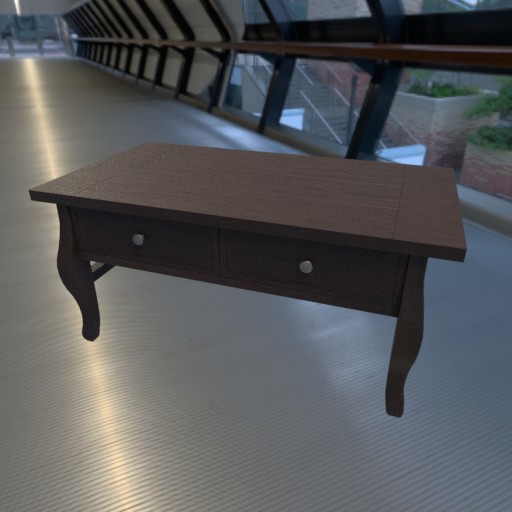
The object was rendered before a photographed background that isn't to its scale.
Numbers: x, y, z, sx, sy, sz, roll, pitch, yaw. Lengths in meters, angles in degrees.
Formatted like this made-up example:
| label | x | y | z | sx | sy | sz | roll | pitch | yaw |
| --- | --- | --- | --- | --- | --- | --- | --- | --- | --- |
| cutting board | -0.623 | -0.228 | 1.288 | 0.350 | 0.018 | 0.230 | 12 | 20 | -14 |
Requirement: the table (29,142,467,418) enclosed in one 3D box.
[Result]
| label | x | y | z | sx | sy | sz | roll | pitch | yaw |
| --- | --- | --- | --- | --- | --- | --- | --- | --- | --- |
| table | 0.000 | 0.000 | 1.364 | 1.062 | 0.494 | 0.600 | 9 | 29 | 17 |
